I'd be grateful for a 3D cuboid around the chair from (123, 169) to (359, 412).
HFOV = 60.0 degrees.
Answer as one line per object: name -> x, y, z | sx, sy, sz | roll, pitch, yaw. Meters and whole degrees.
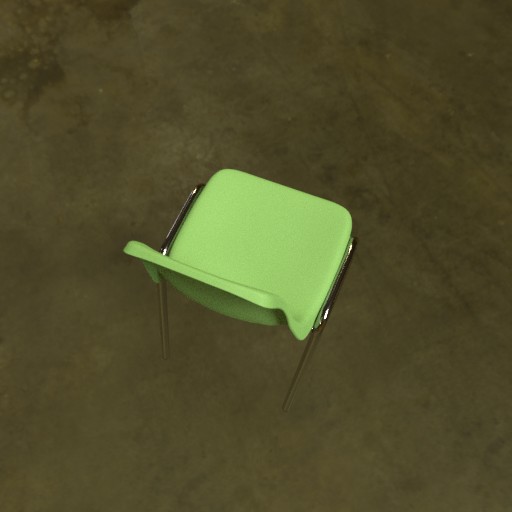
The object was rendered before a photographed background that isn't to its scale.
chair -> 0.000, 0.000, 0.933 | 0.381, 0.653, 0.436 | 20, 64, 10
